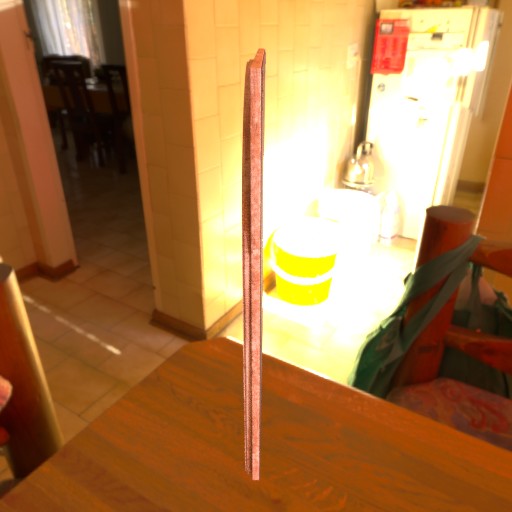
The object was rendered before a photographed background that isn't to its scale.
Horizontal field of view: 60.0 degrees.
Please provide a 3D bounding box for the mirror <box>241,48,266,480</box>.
[{"bbox_3d":[0.000,0.000,0.952,0.058,0.787,0.495,1,28,1],"label":"mirror"}]
